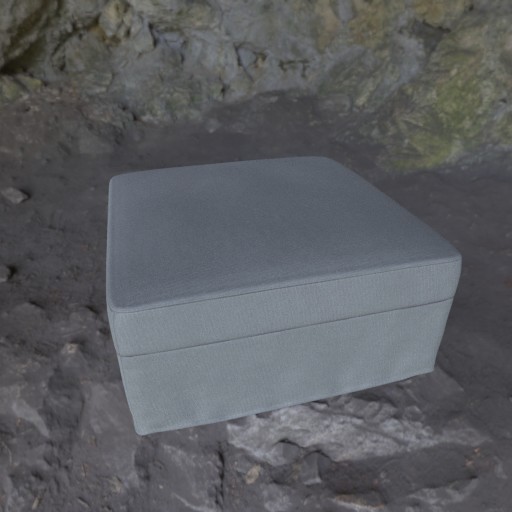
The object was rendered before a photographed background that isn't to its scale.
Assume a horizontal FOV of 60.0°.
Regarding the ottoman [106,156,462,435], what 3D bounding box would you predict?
[{"bbox_3d":[0.000,0.000,1.380,0.843,0.441,0.842,-8,31,-13],"label":"ottoman"}]
